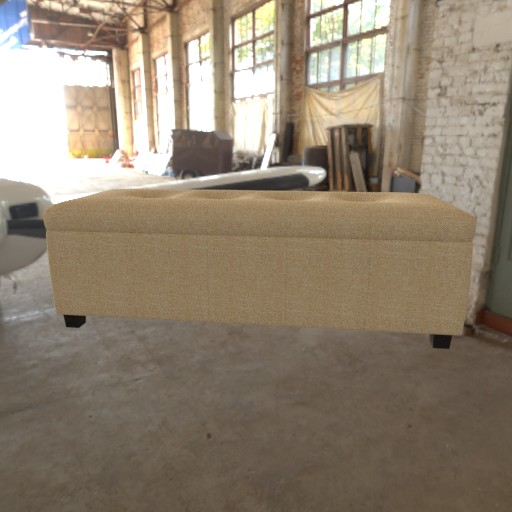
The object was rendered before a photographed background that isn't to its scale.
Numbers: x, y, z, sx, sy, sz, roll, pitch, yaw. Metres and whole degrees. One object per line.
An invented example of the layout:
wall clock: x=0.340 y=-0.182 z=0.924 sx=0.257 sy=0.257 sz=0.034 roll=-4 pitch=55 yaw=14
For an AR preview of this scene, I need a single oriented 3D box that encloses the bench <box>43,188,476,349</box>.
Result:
bench: x=0.000 y=0.000 z=1.466 sx=1.219 sy=0.406 sz=0.432 roll=2 pitch=15 yaw=7
